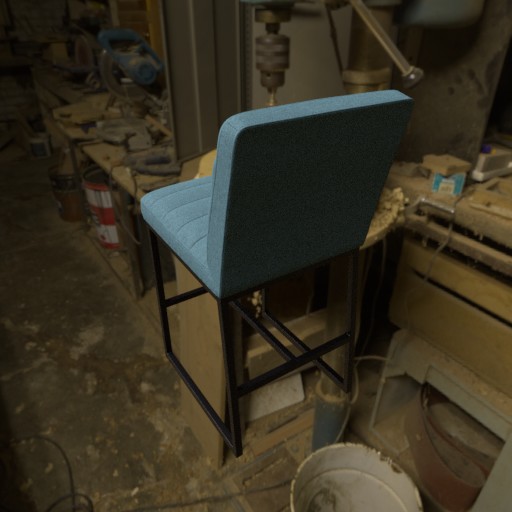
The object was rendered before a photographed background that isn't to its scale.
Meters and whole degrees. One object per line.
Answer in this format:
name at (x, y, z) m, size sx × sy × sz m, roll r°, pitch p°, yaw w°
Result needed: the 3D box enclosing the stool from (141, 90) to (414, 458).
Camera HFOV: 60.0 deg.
stool at (0.000, 0.000, 1.264) m, size 0.460 × 0.940 × 0.560 m, roll -19°, pitch 36°, yaw -28°
